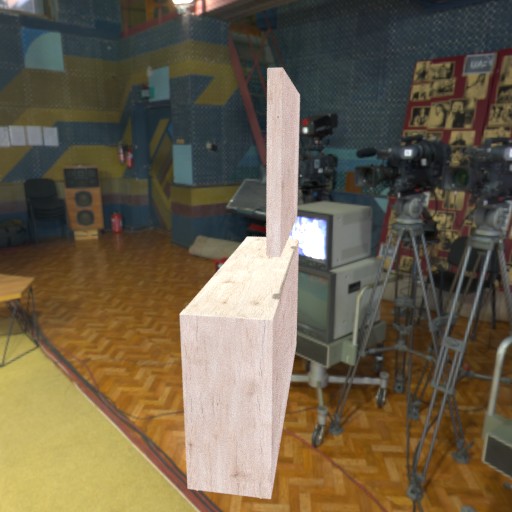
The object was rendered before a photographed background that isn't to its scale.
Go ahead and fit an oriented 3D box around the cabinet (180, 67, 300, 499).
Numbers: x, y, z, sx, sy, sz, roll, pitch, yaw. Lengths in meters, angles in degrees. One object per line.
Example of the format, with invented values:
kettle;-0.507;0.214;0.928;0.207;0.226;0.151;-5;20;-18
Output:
cabinet;0.000;0.000;2.734;0.420;1.981;1.700;2;15;9
